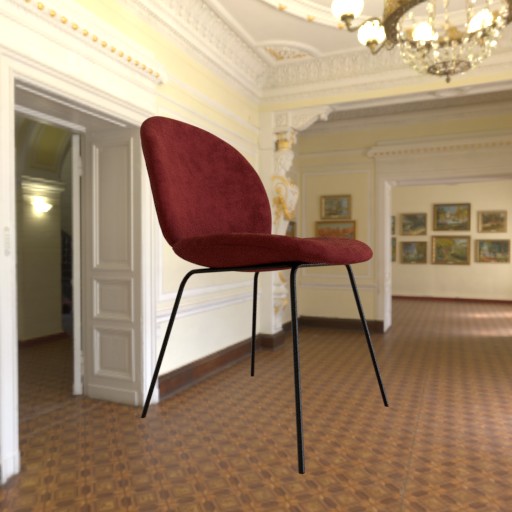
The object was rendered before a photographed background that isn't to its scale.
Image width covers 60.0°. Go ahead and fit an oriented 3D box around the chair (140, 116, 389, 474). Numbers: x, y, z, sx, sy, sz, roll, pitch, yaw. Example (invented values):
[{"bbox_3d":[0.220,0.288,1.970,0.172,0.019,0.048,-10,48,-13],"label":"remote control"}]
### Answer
[{"bbox_3d":[0.000,0.000,1.151,0.587,0.791,0.458,1,1,37],"label":"chair"}]
